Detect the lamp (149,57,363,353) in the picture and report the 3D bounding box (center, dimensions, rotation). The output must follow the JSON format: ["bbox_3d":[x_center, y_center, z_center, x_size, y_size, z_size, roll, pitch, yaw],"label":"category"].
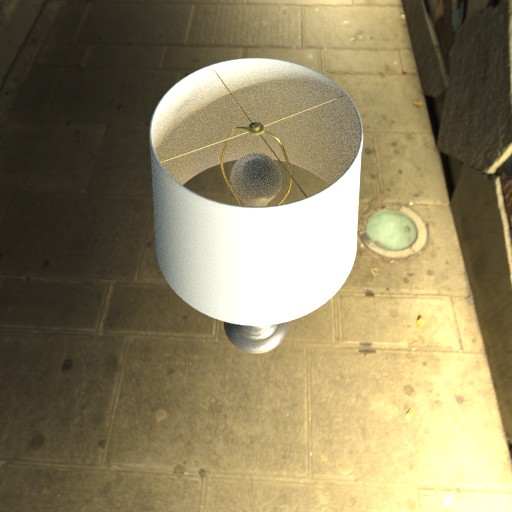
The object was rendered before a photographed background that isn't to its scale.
[{"bbox_3d":[0.000,0.000,0.791,0.328,0.612,0.328,0,59,0],"label":"lamp"}]
